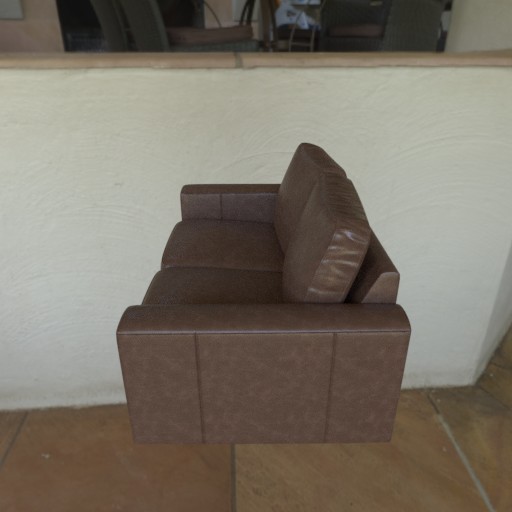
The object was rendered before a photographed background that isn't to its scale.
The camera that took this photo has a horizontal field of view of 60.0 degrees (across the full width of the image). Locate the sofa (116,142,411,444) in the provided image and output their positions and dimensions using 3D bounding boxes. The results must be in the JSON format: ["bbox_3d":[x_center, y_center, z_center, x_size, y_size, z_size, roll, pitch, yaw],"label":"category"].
[{"bbox_3d":[0.000,0.000,2.218,1.016,0.873,1.616,0,26,0],"label":"sofa"}]
